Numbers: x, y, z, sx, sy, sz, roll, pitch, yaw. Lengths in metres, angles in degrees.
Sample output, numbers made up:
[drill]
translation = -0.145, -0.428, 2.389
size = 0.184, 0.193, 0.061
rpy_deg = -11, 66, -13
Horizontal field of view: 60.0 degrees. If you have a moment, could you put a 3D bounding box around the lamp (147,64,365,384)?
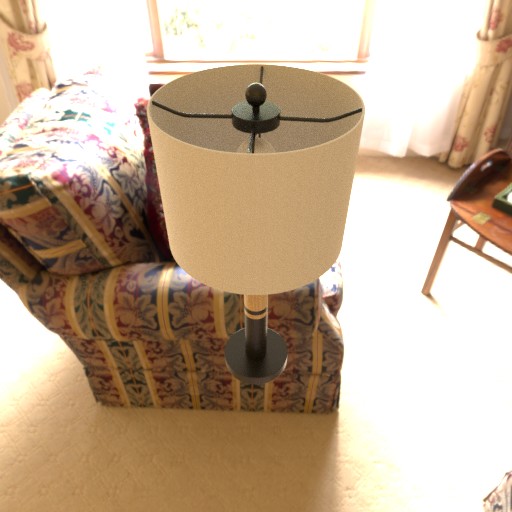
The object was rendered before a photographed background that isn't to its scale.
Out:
[lamp]
translation = 0.000, 0.000, 0.825
size = 0.305, 0.640, 0.305
rpy_deg = -28, 49, -27
